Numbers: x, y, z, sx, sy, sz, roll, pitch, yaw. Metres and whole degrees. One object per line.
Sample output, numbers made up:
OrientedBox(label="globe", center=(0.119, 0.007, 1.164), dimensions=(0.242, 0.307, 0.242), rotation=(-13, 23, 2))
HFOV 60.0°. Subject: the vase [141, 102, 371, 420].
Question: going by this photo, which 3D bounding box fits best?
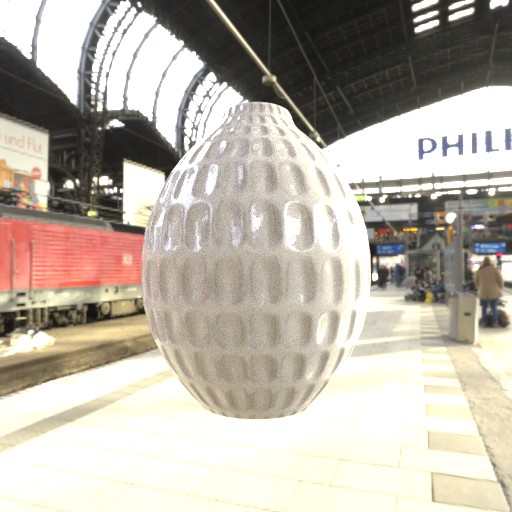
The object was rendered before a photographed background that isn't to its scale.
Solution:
OrientedBox(label="vase", center=(0.000, 0.000, 0.256), dimensions=(0.128, 0.167, 0.128), rotation=(0, -2, 0))
